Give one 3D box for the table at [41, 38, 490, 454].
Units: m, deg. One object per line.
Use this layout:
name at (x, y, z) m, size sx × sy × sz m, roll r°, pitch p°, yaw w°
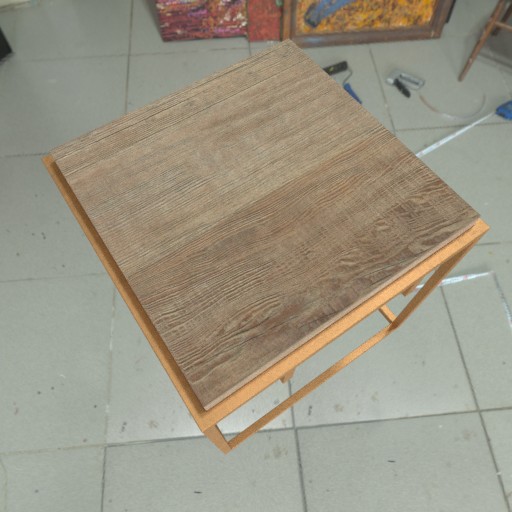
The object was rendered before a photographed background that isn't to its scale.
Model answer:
table at (0.000, 0.000, 1.055) m, size 0.599 × 0.584 × 0.599 m, roll -31°, pitch 67°, yaw -15°
